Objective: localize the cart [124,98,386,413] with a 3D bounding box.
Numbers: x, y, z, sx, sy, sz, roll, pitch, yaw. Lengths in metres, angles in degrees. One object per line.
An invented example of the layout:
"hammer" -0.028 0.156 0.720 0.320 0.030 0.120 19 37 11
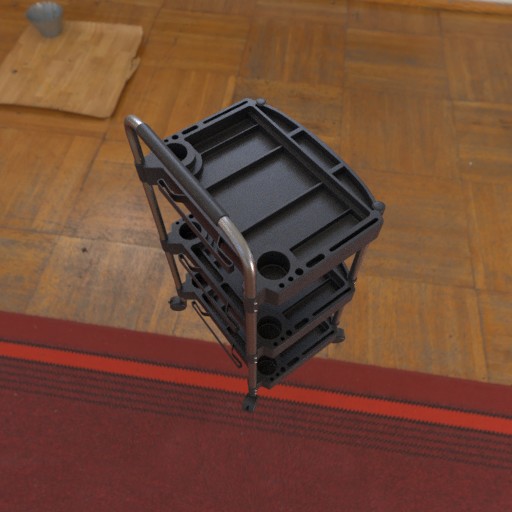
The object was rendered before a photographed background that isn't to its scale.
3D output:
"cart" 0.000 0.000 1.421 0.518 1.075 0.584 -33 64 -18
